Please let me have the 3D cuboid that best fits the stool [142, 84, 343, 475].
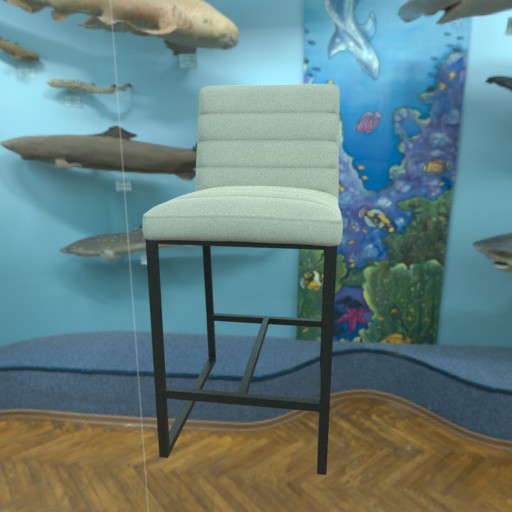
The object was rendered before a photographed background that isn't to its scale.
[{"bbox_3d":[0.000,0.000,1.258,0.459,0.971,0.567,2,15,8],"label":"stool"}]
